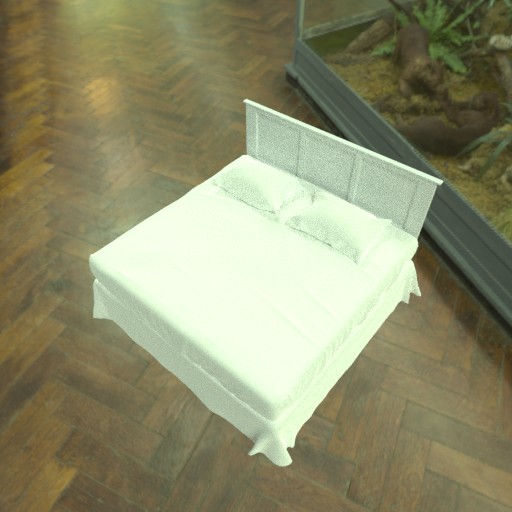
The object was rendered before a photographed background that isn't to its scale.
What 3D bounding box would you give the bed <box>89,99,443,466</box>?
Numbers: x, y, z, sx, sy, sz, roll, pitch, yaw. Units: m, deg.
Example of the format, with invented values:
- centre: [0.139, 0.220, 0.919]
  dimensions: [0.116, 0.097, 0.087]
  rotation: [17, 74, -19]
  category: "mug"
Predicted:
- centre: [0.000, 0.000, 3.720]
  dimensions: [2.317, 1.273, 2.215]
  rotation: [32, 54, 26]
  category: "bed"
